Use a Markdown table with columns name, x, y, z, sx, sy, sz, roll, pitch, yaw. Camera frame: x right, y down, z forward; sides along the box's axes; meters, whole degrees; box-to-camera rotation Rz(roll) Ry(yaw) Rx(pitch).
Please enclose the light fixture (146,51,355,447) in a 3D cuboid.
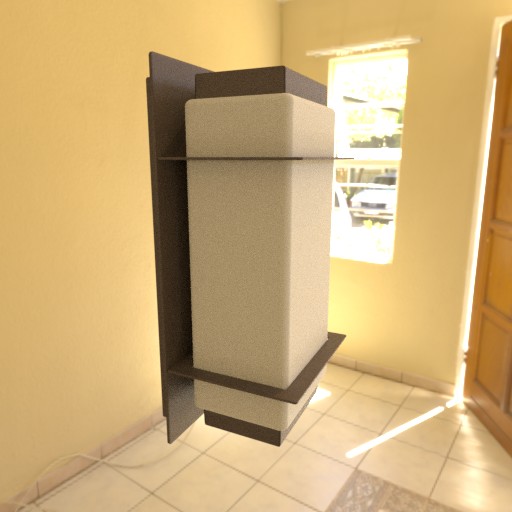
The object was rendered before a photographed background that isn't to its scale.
| name | x | y | z | sx | sy | sz | roll | pitch | yaw |
| --- | --- | --- | --- | --- | --- | --- | --- | --- | --- |
| light fixture | 0.000 | 0.000 | 0.426 | 0.146 | 0.347 | 0.153 | 6 | 14 | 25 |
